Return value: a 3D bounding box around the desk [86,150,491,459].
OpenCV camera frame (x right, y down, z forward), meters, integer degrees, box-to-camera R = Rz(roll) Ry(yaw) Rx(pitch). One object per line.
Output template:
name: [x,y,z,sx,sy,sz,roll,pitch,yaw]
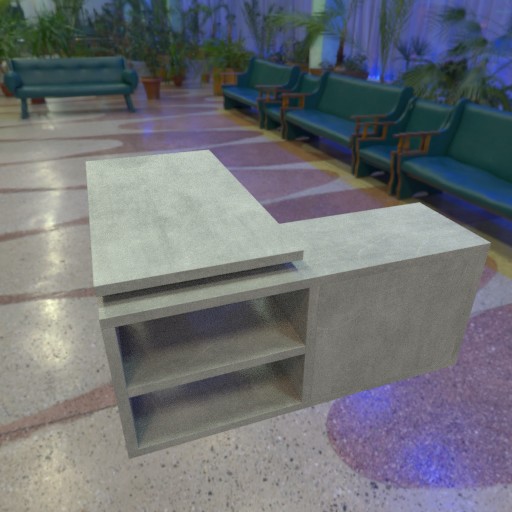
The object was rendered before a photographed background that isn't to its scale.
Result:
desk: [0.000,0.000,2.271,1.500,0.740,1.400,-10,31,-17]
